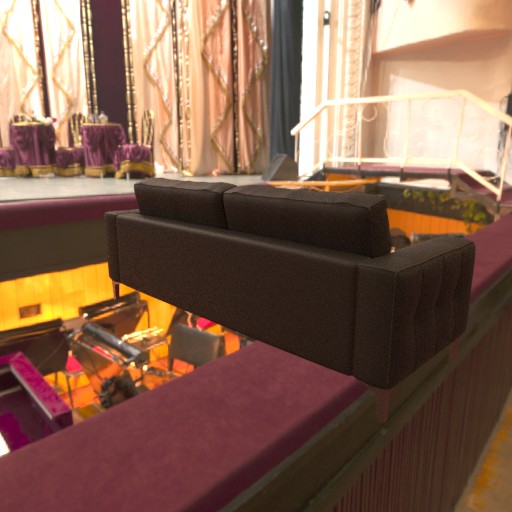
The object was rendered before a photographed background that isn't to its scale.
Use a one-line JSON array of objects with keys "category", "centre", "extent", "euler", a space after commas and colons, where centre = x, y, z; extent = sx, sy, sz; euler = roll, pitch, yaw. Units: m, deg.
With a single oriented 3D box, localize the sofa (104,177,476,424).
[{"category": "sofa", "centre": [0.000, 0.000, 2.696], "extent": [2.275, 0.893, 0.833], "euler": [13, 19, 43]}]
